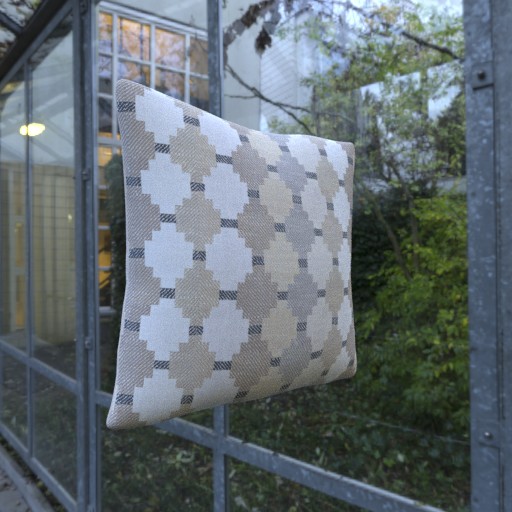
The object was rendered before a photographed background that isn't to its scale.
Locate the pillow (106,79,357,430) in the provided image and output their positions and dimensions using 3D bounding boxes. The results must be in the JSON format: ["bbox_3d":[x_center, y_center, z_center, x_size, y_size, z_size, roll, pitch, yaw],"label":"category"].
[{"bbox_3d":[0.000,0.000,0.862,0.578,0.558,0.192,0,-1,-37],"label":"pillow"}]
